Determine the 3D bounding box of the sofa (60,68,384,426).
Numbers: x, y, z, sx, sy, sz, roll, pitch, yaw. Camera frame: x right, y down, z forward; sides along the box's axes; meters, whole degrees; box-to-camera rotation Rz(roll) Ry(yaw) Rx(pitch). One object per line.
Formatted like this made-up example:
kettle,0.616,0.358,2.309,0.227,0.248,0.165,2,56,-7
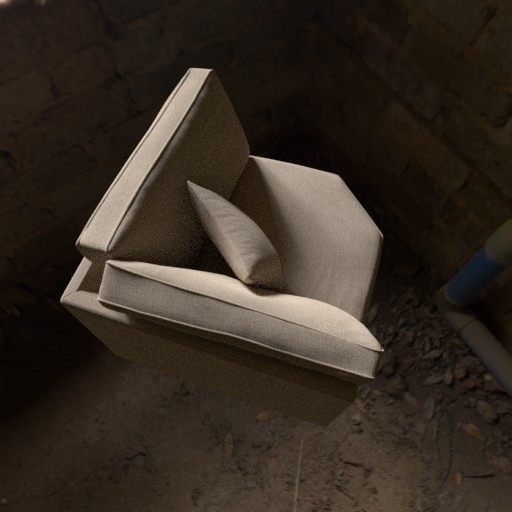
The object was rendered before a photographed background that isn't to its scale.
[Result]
sofa,0.000,0.000,1.880,1.050,0.937,1.042,17,64,9
